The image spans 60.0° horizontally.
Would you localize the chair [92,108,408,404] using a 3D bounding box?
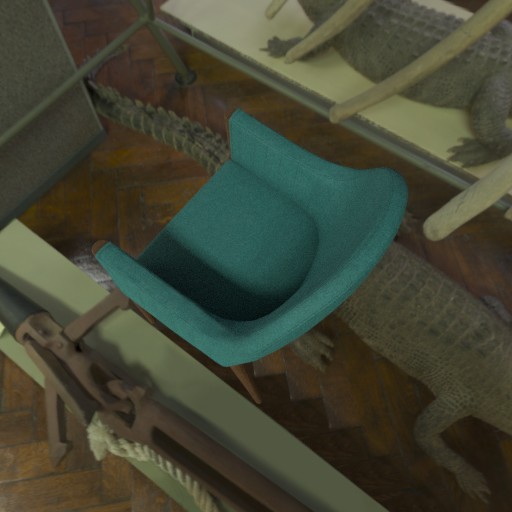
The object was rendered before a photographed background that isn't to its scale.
[{"bbox_3d":[0.000,0.000,1.359,0.652,0.907,0.656,33,69,15],"label":"chair"}]
